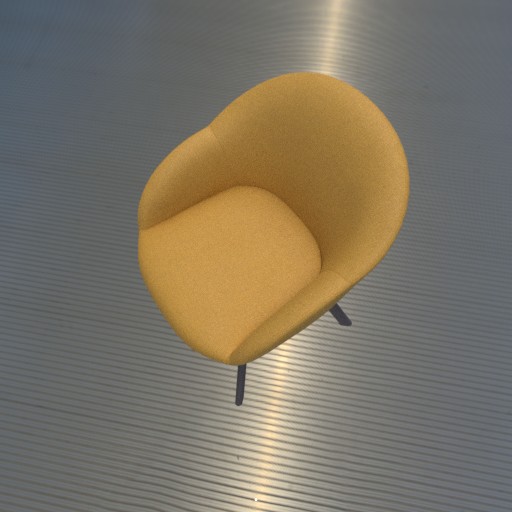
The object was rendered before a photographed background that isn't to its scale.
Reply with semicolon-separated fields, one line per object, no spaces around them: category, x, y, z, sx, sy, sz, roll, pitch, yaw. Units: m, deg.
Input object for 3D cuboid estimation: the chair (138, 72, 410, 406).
chair;0.000;0.000;1.203;0.583;0.793;0.551;-32;66;-16
